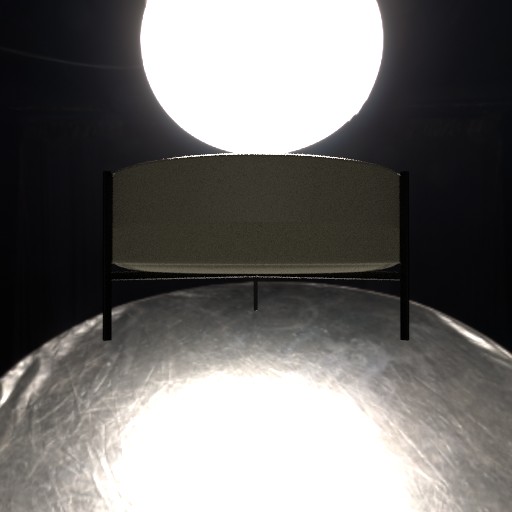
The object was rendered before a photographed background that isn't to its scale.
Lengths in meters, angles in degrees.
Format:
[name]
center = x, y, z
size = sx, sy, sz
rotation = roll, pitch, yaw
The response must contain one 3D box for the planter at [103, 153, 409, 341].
[planter]
center = 0.000, 0.000, 0.536
size = 0.336, 0.171, 0.345
rotation = 0, 0, 0
